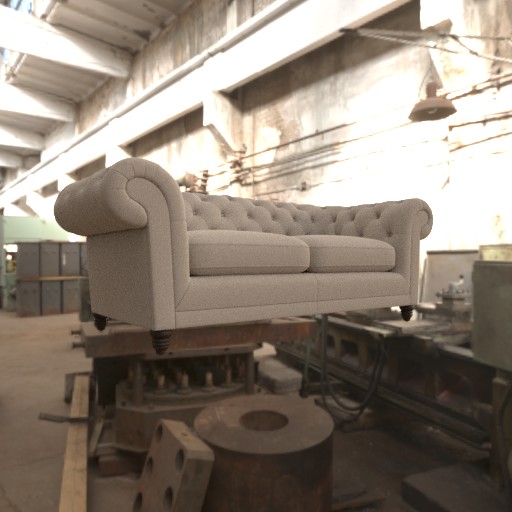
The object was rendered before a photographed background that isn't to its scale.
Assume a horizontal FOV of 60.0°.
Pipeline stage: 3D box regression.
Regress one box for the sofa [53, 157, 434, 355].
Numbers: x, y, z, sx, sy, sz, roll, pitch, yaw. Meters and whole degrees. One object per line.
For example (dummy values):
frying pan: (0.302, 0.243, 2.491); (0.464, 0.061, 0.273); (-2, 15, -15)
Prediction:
sofa: (0.000, 0.000, 2.487); (1.998, 0.764, 0.986); (0, -1, -36)
